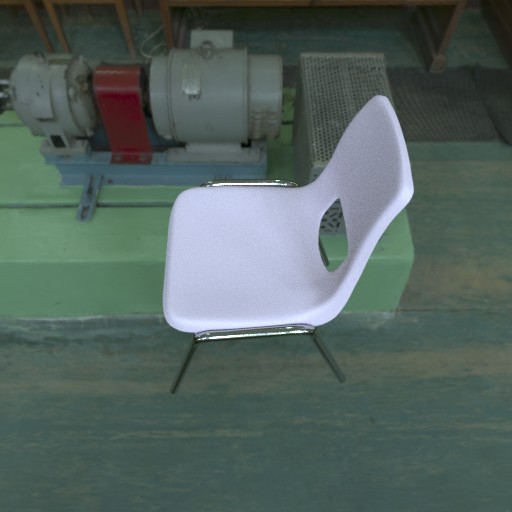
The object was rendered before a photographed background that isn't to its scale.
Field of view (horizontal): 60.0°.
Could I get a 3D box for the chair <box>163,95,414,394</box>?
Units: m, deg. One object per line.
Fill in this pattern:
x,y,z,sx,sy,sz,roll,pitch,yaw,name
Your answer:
0.000,0.000,0.915,0.436,0.653,0.381,-2,58,-1,chair
